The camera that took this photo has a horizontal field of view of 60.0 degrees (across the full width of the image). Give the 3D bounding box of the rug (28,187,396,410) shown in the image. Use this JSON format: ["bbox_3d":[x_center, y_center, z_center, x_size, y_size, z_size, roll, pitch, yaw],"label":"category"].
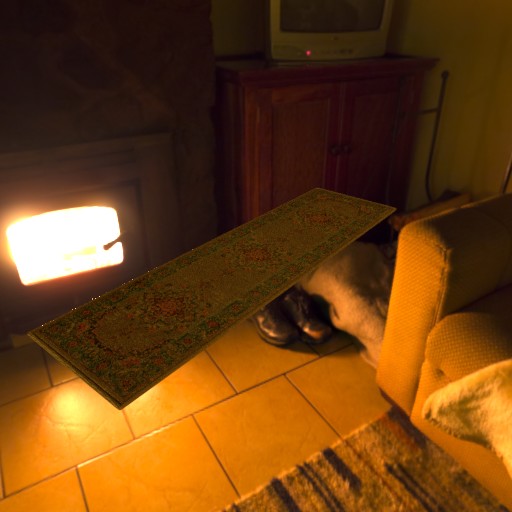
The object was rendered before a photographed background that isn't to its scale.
[{"bbox_3d":[0.000,0.000,2.491,0.659,0.019,2.297,22,36,34],"label":"rug"}]
